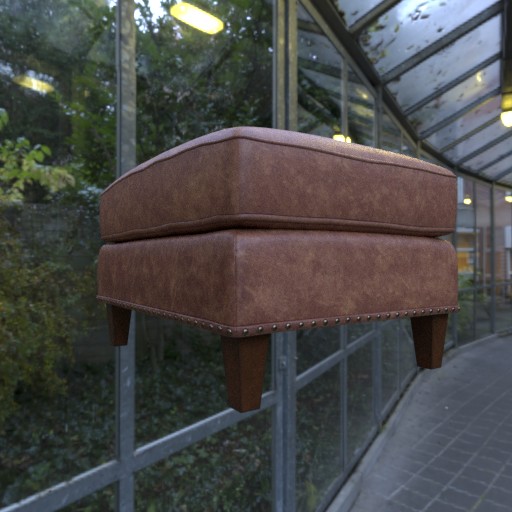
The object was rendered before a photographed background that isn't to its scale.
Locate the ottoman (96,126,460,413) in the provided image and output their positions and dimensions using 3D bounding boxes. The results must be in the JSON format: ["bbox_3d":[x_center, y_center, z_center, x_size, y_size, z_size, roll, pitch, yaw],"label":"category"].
[{"bbox_3d":[0.000,0.000,1.093,0.586,0.486,0.742,0,-1,-34],"label":"ottoman"}]
